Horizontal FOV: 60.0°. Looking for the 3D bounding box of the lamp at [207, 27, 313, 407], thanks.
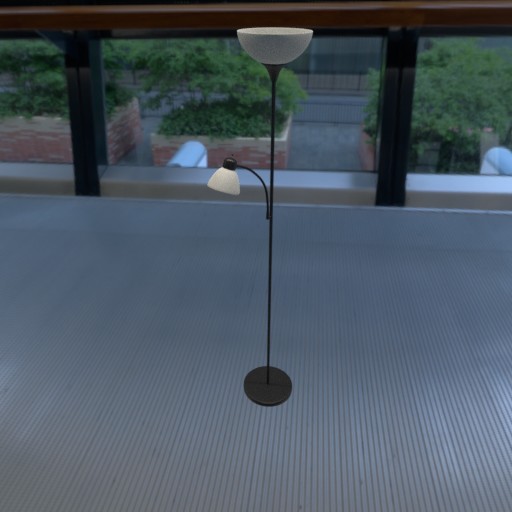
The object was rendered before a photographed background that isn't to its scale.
[{"bbox_3d":[0.000,0.000,1.994,0.442,1.804,0.279,-22,38,-32],"label":"lamp"}]
